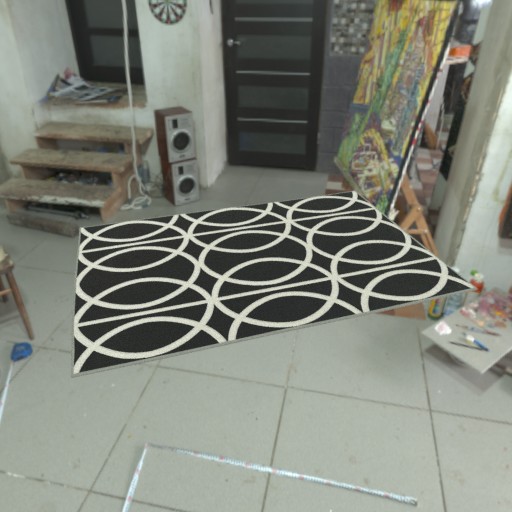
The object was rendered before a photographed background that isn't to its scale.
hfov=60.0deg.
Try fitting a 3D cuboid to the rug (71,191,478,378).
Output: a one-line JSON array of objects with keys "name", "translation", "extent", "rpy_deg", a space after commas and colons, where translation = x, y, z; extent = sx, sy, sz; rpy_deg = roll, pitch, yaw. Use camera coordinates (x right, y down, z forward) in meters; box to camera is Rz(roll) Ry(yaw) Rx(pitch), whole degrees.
[{"name": "rug", "translation": [0.000, 0.000, 2.950], "extent": [2.290, 0.014, 1.526], "rpy_deg": [-9, 33, -15]}]
